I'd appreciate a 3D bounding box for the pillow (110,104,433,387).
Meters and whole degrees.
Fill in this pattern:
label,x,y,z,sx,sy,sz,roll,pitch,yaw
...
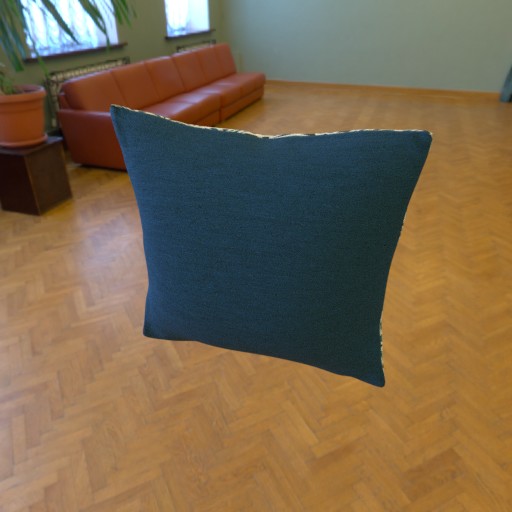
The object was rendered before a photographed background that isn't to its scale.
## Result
label,x,y,z,sx,sy,sz,roll,pitch,yaw
pillow,0.000,0.000,0.676,0.440,0.420,0.145,9,31,15
